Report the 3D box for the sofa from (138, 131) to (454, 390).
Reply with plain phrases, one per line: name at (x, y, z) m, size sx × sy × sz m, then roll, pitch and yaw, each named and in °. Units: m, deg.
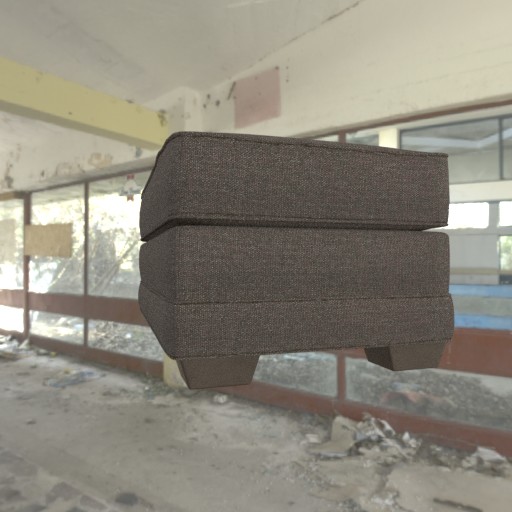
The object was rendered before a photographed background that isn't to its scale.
sofa at (0.000, 0.000, 1.206) m, size 0.578 × 0.457 × 0.854 m, roll 0°, pitch -1°, yaw -18°
